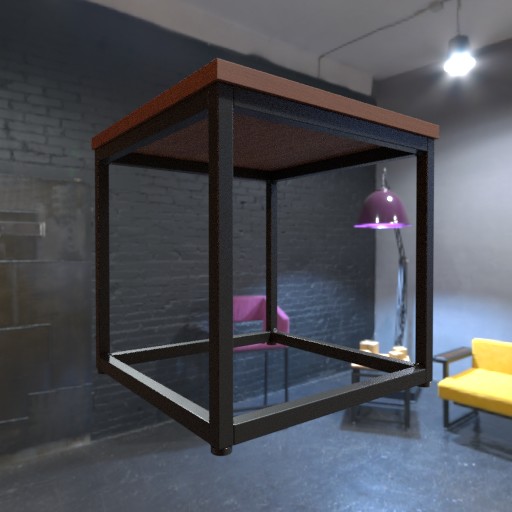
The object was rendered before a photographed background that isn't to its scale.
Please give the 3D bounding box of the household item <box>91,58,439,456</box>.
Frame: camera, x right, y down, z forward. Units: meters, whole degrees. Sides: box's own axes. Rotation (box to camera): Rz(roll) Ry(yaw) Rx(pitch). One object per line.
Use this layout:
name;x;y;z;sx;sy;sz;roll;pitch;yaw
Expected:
household item;0.000;0.000;0.720;0.400;0.400;0.400;-1;1;-37
